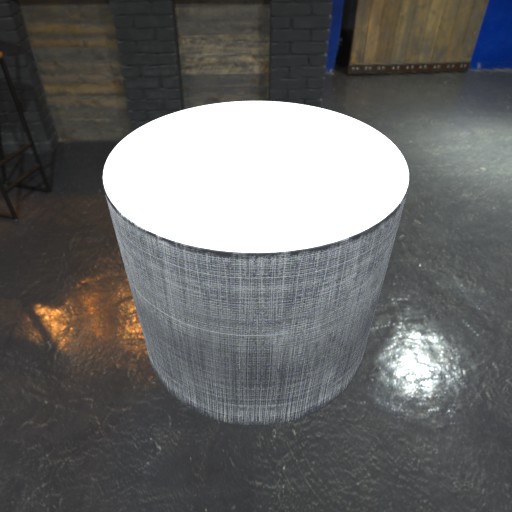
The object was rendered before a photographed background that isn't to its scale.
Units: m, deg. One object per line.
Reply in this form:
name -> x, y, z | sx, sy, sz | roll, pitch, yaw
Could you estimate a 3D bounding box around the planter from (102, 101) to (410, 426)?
planter -> 0.000, 0.000, 0.450 | 0.254, 0.221, 0.254 | 0, 40, 0
